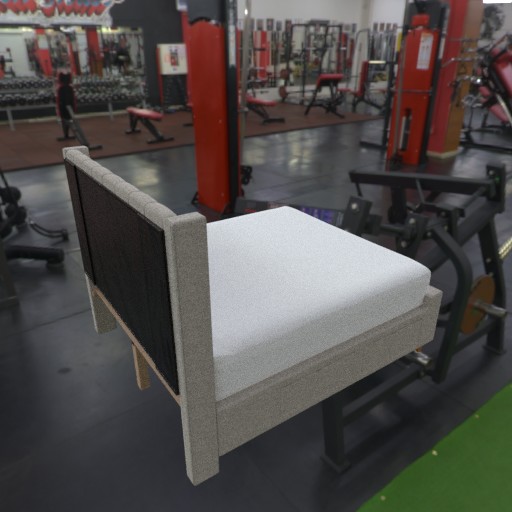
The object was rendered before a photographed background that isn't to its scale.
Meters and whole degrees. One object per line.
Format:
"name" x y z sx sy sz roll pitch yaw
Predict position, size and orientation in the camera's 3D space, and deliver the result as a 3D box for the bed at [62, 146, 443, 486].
"bed" 0.000 0.000 3.720 2.372 1.748 2.044 -16 30 -31
